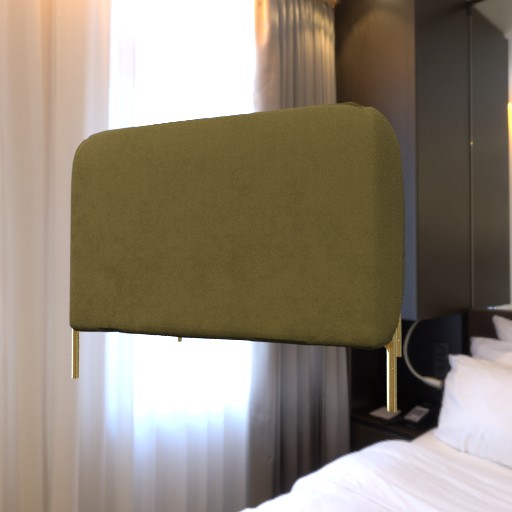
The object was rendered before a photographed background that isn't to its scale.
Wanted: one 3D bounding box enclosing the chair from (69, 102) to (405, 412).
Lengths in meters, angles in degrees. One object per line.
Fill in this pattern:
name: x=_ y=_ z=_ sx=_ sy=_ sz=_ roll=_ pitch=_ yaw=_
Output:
chair: x=0.000 y=0.000 z=1.623 sx=1.032 sy=0.794 sz=0.877 roll=0 pitch=-1 yaw=19
